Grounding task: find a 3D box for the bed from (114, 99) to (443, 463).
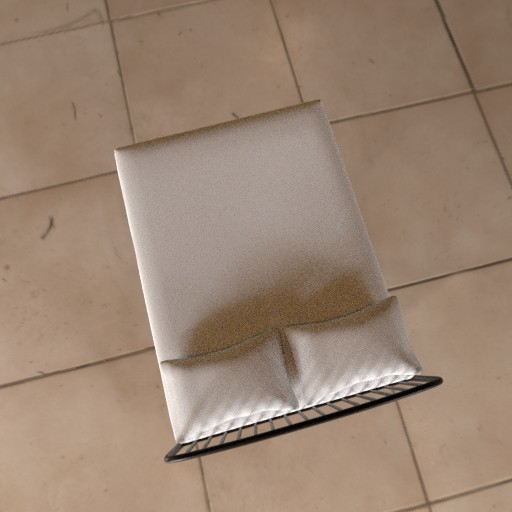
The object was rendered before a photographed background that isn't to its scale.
[{"bbox_3d":[0.000,0.000,3.059,1.618,1.166,2.159,-15,76,-4],"label":"bed"}]
